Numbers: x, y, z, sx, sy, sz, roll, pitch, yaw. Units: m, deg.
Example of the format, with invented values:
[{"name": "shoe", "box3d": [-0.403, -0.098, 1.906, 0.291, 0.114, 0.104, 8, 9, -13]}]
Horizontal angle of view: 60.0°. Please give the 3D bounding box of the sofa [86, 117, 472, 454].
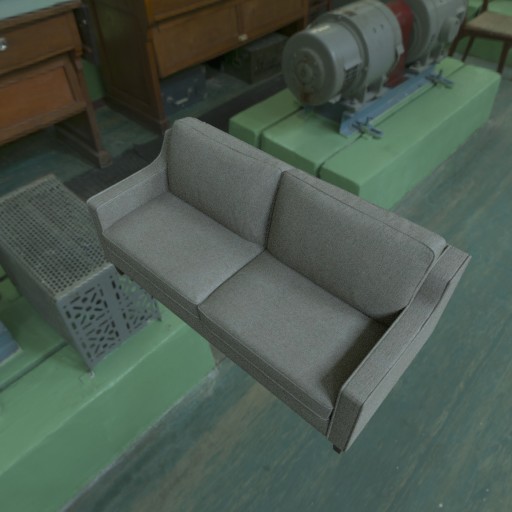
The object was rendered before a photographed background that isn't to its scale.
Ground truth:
[{"name": "sofa", "box3d": [0.000, 0.000, 2.853, 2.181, 1.074, 1.073, 33, 54, 27]}]
